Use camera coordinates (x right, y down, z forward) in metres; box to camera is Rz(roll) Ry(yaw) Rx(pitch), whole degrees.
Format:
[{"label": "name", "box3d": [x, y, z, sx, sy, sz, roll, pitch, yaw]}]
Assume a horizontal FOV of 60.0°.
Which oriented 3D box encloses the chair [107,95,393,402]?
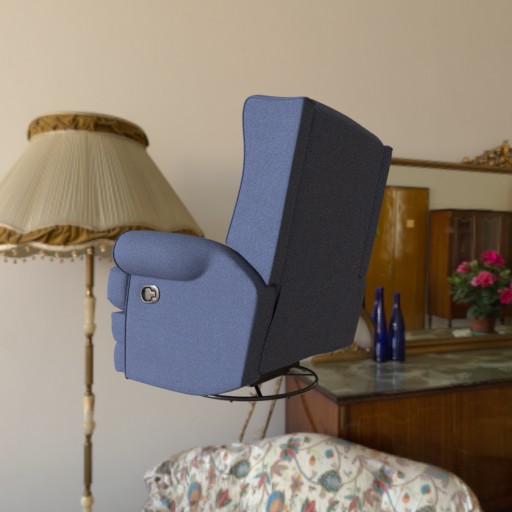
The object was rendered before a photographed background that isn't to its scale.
[{"label": "chair", "box3d": [0.000, 0.000, 1.791, 0.877, 1.020, 0.971, 0, 0, 36]}]
